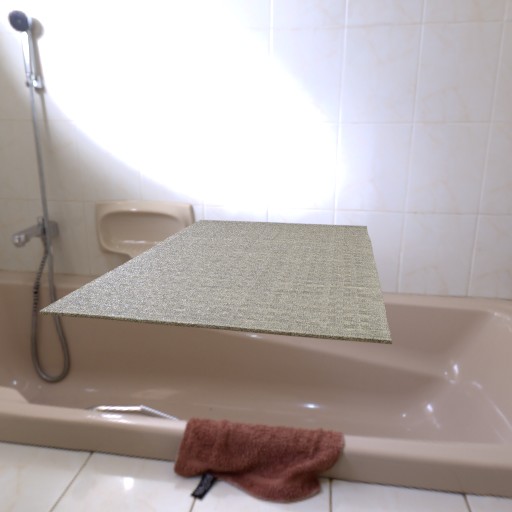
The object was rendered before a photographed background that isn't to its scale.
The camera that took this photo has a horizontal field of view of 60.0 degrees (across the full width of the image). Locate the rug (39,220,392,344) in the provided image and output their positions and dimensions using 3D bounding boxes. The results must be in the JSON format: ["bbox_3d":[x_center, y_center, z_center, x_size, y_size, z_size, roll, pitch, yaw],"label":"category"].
[{"bbox_3d":[0.000,0.000,2.931,1.532,0.018,2.297,3,15,11],"label":"rug"}]
